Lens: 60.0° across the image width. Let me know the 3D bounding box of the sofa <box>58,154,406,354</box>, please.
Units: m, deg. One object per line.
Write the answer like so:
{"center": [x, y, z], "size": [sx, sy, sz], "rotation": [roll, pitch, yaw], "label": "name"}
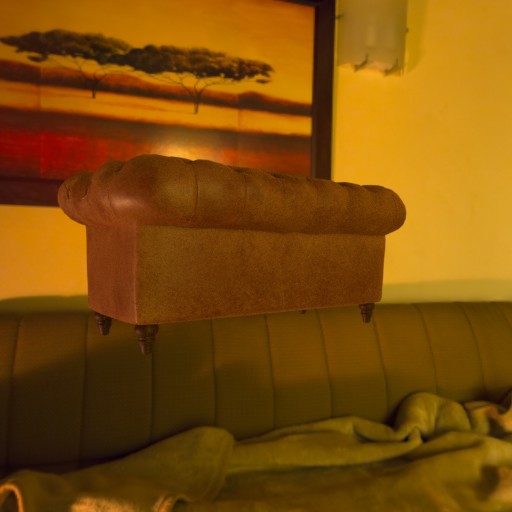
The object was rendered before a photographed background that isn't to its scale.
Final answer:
{"center": [0.000, 0.000, 2.581], "size": [1.979, 0.877, 1.042], "rotation": [0, 0, -37], "label": "sofa"}
